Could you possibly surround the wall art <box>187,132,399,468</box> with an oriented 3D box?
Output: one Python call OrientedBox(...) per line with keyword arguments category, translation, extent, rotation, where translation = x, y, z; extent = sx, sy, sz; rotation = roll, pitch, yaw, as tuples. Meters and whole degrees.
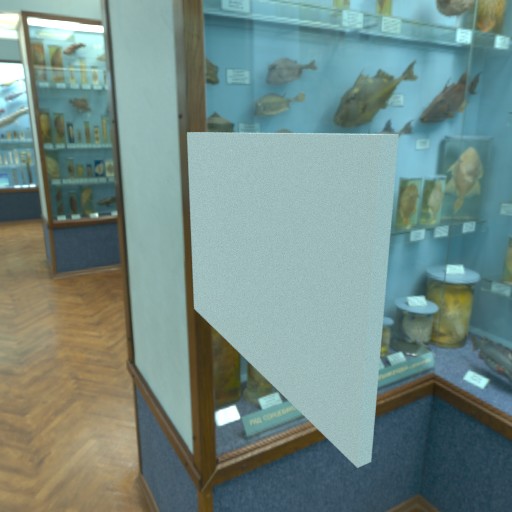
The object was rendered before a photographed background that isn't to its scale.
OrientedBox(category="wall art", translation=(0.000, 0.000, 1.687), extent=(0.051, 0.902, 1.308), rotation=(-8, 18, -27))
